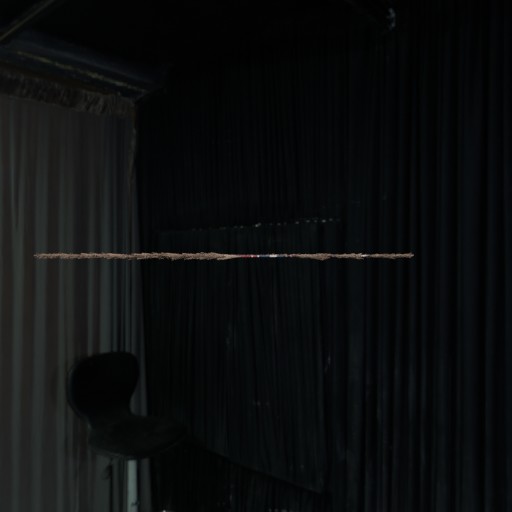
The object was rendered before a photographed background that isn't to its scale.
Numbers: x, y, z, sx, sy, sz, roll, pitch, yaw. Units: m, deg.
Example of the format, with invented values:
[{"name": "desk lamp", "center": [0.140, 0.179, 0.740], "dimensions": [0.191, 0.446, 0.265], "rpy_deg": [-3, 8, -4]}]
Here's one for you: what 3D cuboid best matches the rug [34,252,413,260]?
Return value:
[{"name": "rug", "center": [0.000, 0.000, 2.598], "dimensions": [1.469, 0.040, 2.025], "rpy_deg": [0, 0, 36]}]
